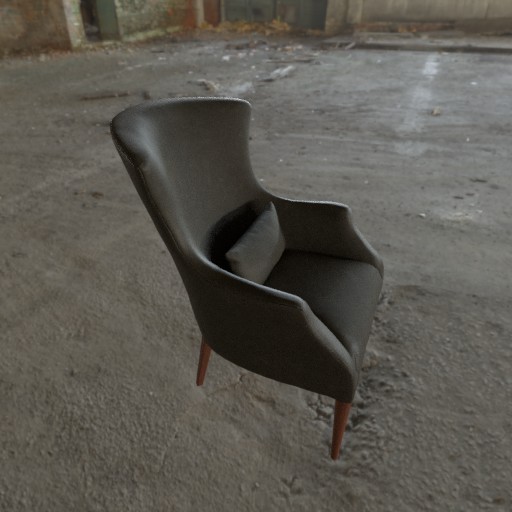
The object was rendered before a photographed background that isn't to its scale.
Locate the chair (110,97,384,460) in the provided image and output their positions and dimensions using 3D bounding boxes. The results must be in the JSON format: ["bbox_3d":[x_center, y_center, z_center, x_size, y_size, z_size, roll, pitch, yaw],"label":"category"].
[{"bbox_3d":[0.000,0.000,1.732,0.954,1.068,0.819,11,33,18],"label":"chair"}]
